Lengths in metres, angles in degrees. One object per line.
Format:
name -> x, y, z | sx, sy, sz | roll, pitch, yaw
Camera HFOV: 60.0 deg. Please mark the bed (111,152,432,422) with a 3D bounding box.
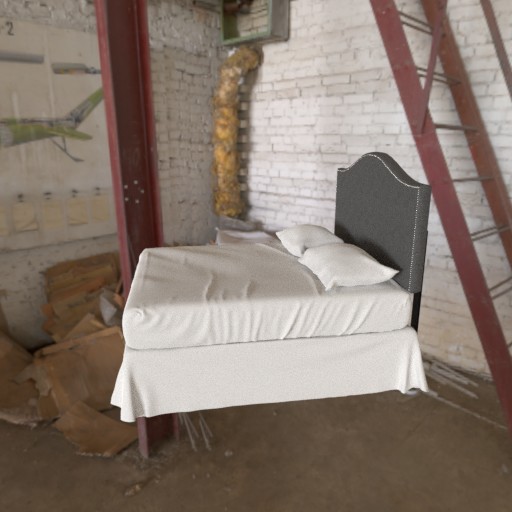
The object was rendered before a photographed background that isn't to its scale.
bed -> 0.000, 0.000, 3.616 | 2.221, 1.645, 1.876 | -3, 15, -9
